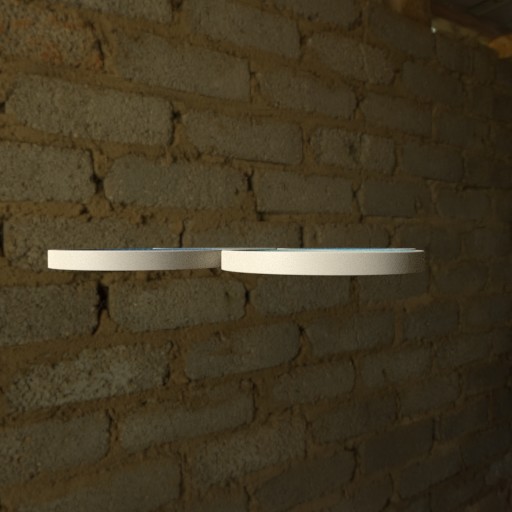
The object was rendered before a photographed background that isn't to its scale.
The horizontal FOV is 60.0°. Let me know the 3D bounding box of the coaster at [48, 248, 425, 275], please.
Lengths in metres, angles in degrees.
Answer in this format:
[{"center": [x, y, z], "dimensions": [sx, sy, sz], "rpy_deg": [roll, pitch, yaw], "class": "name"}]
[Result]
[{"center": [0.000, 0.000, 0.316], "dimensions": [0.220, 0.010, 0.224], "rpy_deg": [0, 2, 18], "class": "coaster"}]
